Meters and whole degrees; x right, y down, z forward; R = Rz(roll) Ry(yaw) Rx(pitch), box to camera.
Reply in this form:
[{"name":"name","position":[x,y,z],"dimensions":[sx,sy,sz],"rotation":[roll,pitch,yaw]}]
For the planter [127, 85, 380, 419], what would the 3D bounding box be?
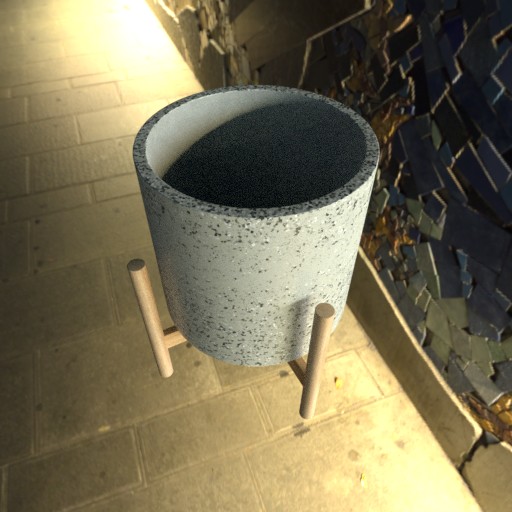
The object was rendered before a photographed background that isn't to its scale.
[{"name":"planter","position":[0.000,0.000,0.703],"dimensions":[0.360,0.419,0.360],"rotation":[-4,46,-4]}]
